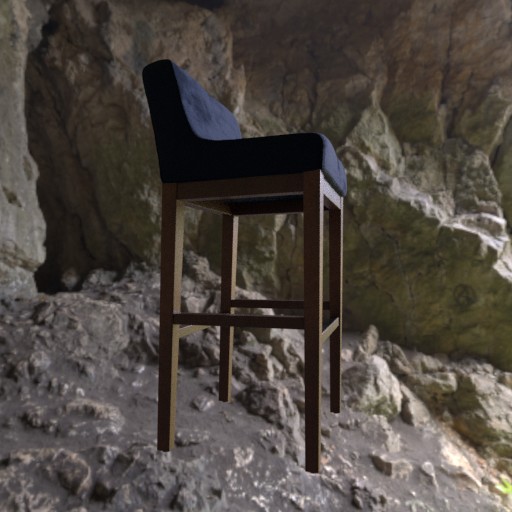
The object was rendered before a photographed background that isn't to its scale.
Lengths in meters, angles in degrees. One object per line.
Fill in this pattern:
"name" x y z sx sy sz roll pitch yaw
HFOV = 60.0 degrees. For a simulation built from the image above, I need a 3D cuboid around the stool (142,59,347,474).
"stool" 0.000 0.000 1.330 0.500 1.037 0.511 0 -1 17
